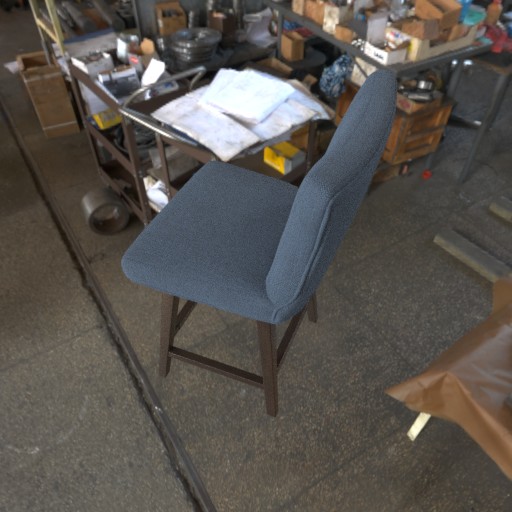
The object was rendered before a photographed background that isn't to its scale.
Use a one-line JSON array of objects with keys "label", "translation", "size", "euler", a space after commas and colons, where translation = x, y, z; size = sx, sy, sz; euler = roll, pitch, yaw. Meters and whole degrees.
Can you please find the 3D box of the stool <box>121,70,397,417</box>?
[{"label": "stool", "translation": [0.000, 0.000, 1.308], "size": [0.574, 1.000, 0.514], "euler": [18, 49, 16]}]
